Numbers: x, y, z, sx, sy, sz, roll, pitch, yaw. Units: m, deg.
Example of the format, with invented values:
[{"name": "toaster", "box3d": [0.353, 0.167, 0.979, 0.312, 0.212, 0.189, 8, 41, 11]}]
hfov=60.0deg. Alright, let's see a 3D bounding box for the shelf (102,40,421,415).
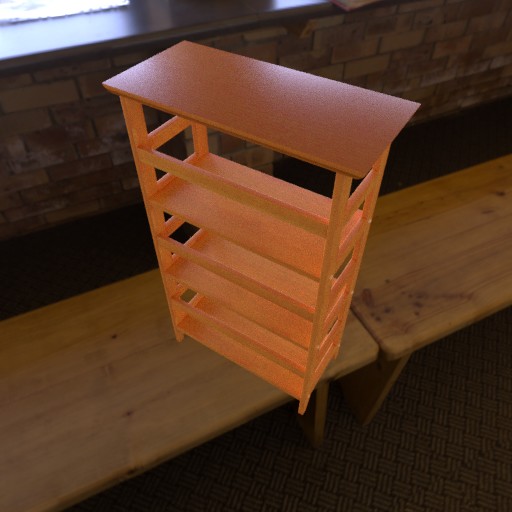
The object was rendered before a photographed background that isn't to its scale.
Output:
[{"name": "shelf", "box3d": [0.000, 0.000, 1.387, 0.660, 1.067, 0.305, 25, 51, 22]}]
